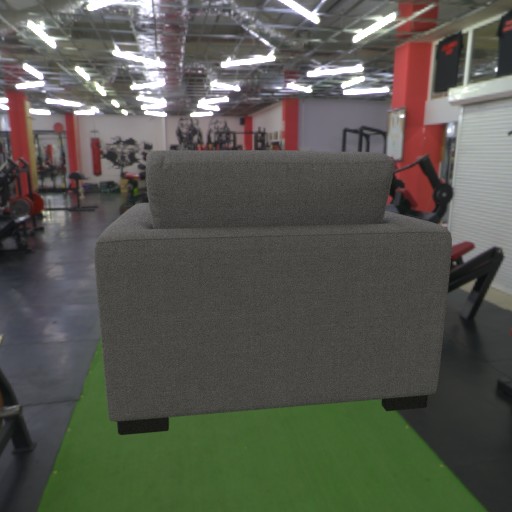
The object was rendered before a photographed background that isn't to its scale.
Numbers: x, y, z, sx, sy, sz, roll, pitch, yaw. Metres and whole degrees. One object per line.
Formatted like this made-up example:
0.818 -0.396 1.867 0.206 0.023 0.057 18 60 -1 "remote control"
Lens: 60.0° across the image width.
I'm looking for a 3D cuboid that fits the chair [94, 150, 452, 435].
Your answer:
0.000 0.000 1.844 1.070 0.847 1.100 -2 13 -8 "chair"
